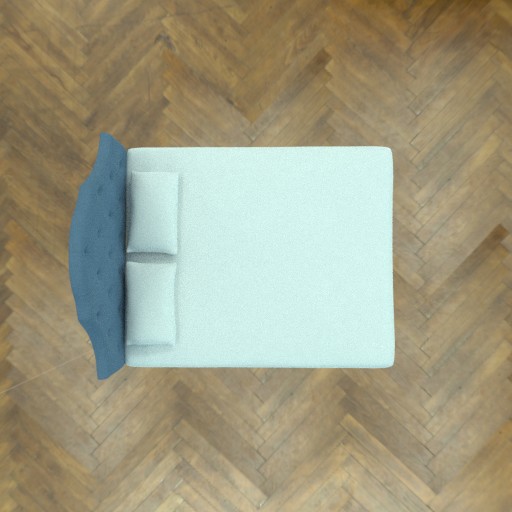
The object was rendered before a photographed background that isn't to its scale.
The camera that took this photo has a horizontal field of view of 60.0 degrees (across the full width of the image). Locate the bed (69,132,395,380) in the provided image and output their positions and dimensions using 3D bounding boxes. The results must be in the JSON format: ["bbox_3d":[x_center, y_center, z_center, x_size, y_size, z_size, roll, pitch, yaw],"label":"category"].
[{"bbox_3d":[0.000,0.000,3.735,2.477,1.617,2.039,0,88,1],"label":"bed"}]
